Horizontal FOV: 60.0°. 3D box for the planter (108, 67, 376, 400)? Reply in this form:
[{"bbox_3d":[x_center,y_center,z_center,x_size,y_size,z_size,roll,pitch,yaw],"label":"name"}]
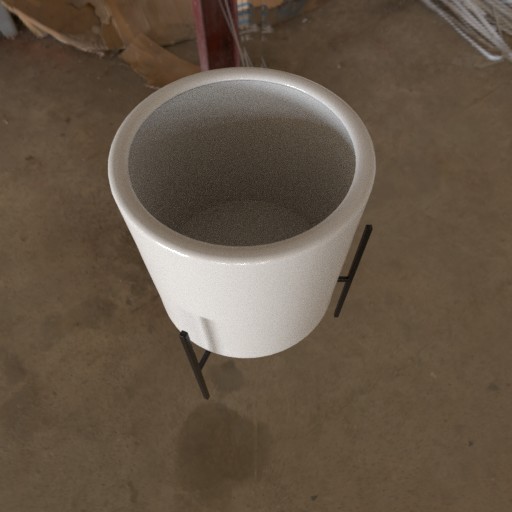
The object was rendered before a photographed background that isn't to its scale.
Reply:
[{"bbox_3d":[0.000,0.000,0.647,0.308,0.431,0.307,0,59,0],"label":"planter"}]
